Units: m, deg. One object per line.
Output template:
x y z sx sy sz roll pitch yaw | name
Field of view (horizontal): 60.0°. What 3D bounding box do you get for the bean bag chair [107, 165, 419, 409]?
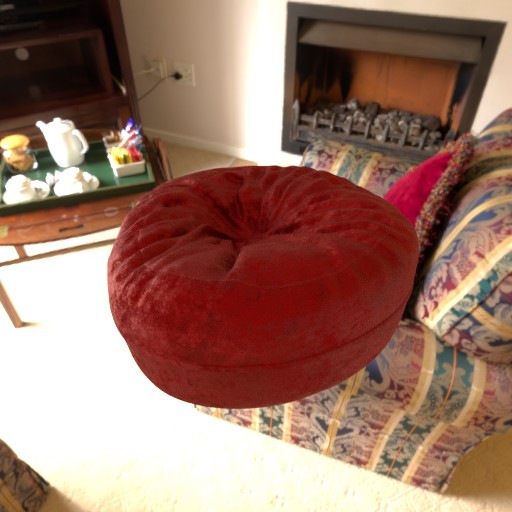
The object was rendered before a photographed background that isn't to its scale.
0.000 0.000 2.385 1.524 0.878 1.524 -11 43 -12 | bean bag chair
